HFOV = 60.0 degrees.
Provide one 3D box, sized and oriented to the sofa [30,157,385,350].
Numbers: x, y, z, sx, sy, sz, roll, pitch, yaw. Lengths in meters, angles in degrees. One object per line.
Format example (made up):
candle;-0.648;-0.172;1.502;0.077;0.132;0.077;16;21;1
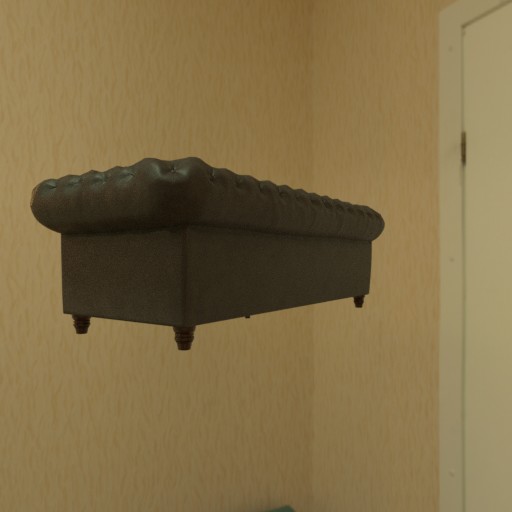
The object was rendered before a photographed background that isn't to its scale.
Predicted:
sofa;0.000;0.000;2.763;0.944;0.783;2.385;0;-1;34
